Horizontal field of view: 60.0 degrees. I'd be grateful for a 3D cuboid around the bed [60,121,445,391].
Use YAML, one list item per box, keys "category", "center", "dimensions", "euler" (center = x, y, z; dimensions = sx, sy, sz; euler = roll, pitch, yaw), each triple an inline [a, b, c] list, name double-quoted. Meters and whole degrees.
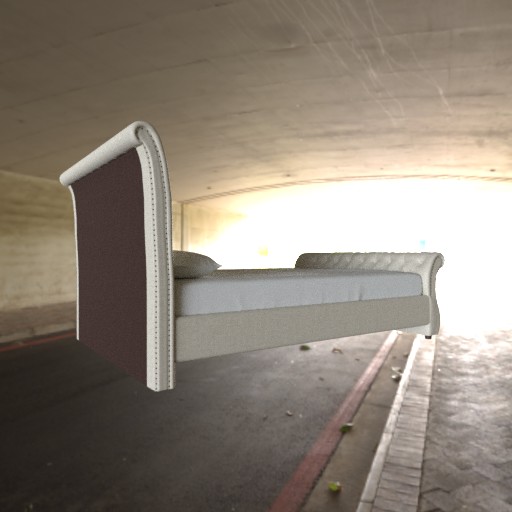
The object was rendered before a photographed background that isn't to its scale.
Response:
- category: "bed"
  center: [0.000, 0.000, 3.382]
  dimensions: [2.493, 1.268, 1.606]
  euler: [0, 0, -35]
